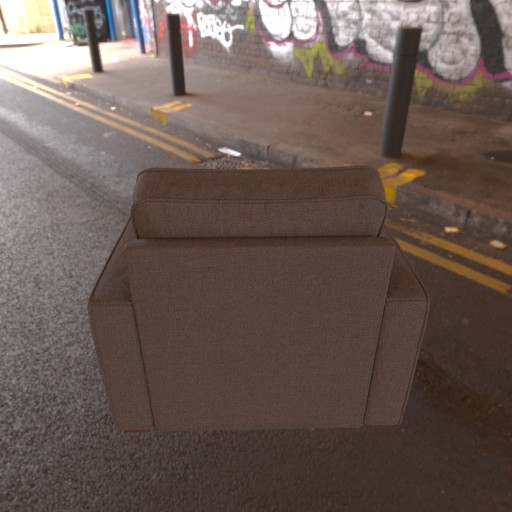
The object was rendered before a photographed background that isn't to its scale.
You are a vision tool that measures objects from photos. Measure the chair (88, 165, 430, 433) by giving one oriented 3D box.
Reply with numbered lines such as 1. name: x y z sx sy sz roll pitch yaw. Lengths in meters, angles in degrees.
1. chair: 0.000 0.000 1.707 1.017 0.919 0.940 -1 31 -1
